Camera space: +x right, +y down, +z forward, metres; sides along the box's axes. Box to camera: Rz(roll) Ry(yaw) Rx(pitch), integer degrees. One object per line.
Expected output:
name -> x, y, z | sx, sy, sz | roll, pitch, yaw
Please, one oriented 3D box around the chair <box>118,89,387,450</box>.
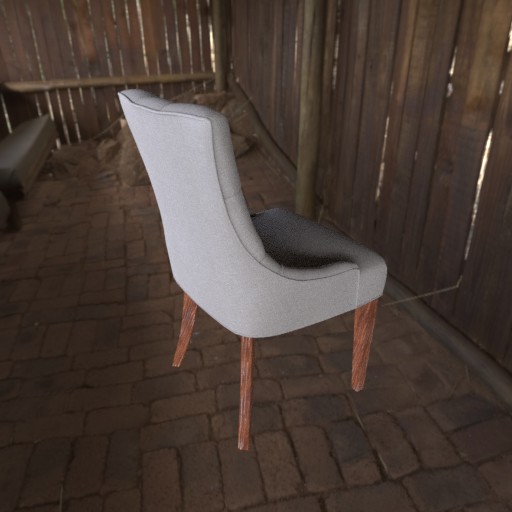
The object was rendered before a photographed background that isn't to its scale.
chair -> 0.000, 0.000, 1.231 | 0.565, 0.874, 0.509 | -18, 32, -31
